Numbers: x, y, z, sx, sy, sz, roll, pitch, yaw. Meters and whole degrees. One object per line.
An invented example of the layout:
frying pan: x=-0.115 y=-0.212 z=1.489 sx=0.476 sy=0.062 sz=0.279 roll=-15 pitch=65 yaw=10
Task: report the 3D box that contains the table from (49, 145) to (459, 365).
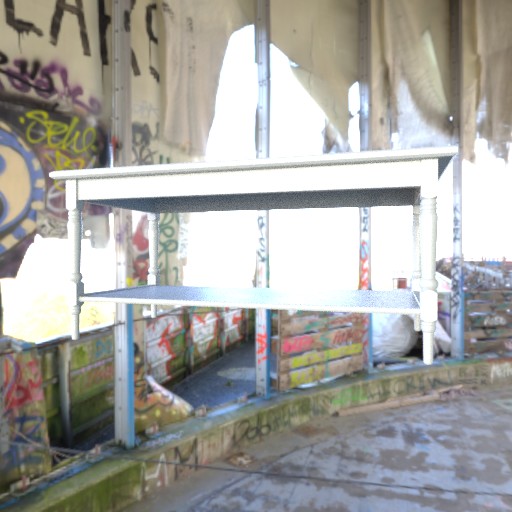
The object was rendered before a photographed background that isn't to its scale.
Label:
table: x=0.000 y=0.000 z=1.412 sx=1.109 sy=0.506 sz=0.551 roll=0 pitch=1 yaw=17
